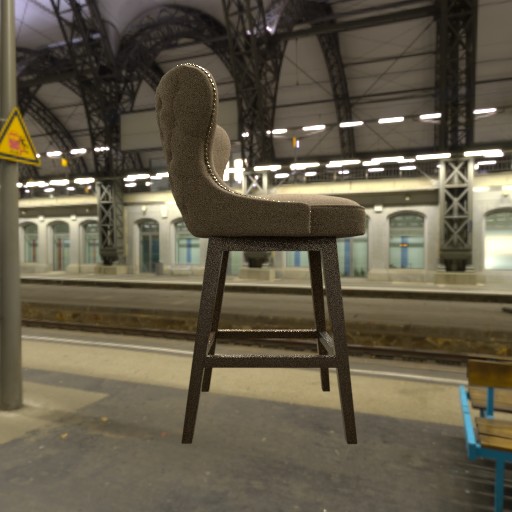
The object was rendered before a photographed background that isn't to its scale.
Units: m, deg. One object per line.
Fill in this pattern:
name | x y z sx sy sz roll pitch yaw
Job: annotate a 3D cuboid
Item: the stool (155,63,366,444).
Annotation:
stool | 0.000 0.000 1.370 0.597 0.972 0.615 0 1 0
